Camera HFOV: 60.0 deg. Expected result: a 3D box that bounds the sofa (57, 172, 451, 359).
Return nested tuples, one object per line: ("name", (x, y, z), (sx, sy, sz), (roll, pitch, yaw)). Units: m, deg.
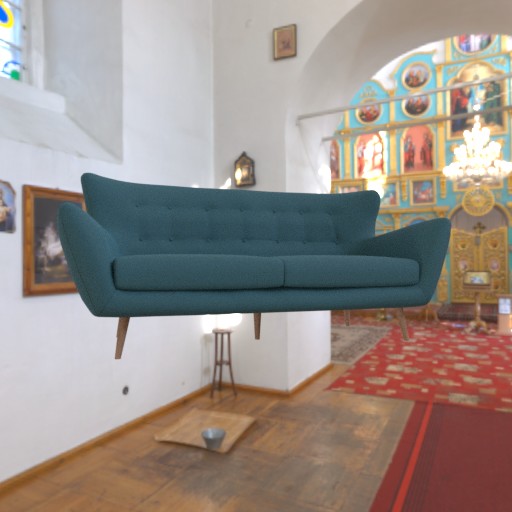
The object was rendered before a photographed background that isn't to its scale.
("sofa", (0.000, 0.000, 2.425), (1.930, 0.890, 0.889), (0, -1, -18))
